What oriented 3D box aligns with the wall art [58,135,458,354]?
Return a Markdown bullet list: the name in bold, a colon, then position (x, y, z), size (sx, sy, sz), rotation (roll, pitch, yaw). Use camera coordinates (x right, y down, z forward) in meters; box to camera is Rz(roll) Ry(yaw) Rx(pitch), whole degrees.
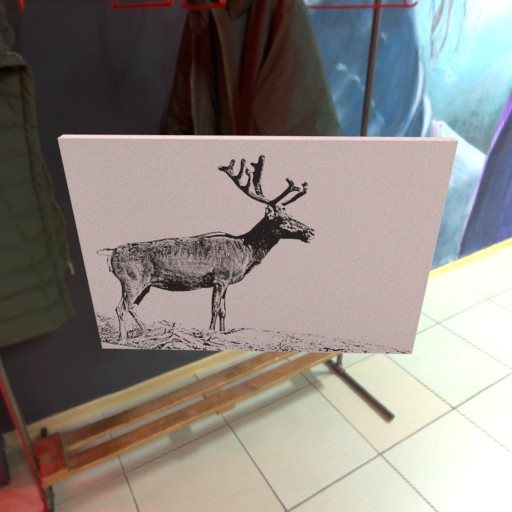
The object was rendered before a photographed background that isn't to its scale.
- **wall art**: position (0.000, 0.000, 1.162), size (0.906, 0.617, 0.033), rotation (1, 29, 1)
